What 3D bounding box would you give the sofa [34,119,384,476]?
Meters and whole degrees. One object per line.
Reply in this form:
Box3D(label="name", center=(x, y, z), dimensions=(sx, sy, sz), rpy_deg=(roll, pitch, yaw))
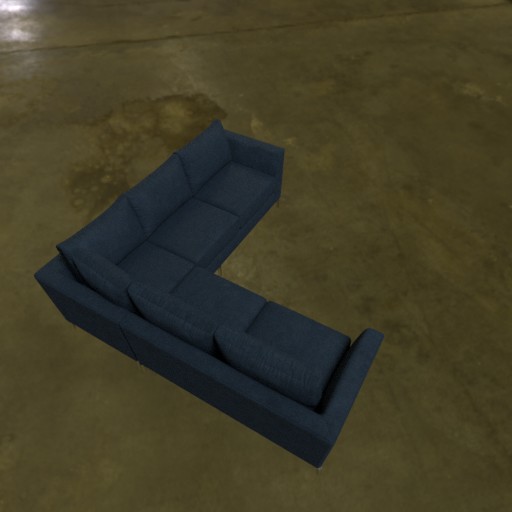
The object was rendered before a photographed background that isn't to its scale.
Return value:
Box3D(label="sofa", center=(0.000, 0.000, 3.821), dimensions=(2.472, 0.988, 2.463), rpy_deg=(23, 51, 20))
